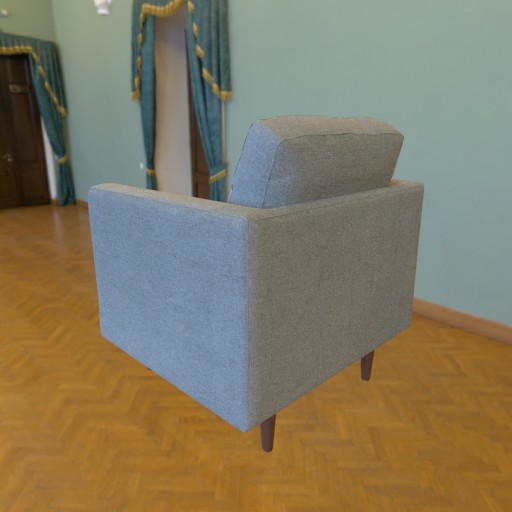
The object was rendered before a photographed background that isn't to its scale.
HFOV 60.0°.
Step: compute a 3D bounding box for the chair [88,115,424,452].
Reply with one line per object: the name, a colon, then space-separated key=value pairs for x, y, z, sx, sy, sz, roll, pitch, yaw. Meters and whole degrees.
chair: x=0.000 y=0.000 z=1.545 sx=0.855 sy=0.927 sz=0.800 roll=-16 pitch=23 yaw=-42
